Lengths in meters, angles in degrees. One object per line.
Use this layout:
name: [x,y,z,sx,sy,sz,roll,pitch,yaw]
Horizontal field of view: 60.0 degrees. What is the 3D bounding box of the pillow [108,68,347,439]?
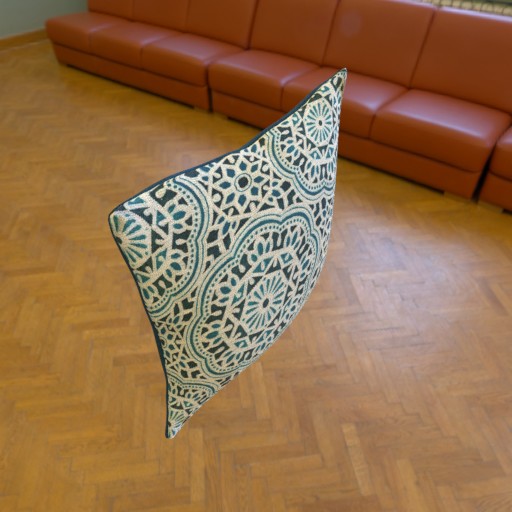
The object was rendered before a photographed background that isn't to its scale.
pillow: [0.000,0.000,0.650,0.145,0.420,0.440,26,48,26]
